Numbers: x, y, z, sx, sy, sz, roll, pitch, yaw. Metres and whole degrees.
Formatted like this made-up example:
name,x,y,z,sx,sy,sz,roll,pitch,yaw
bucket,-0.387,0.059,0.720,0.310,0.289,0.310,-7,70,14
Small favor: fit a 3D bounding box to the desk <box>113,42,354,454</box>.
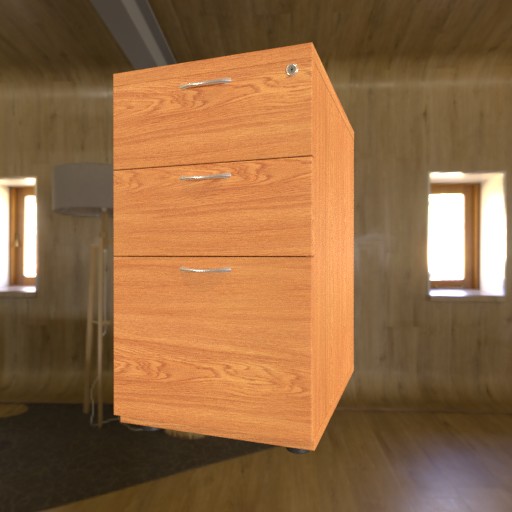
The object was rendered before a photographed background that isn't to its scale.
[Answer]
name,x,y,z,sx,sy,sz,roll,pitch,yaw
desk,0.000,0.000,1.094,0.404,0.730,0.600,0,0,19
